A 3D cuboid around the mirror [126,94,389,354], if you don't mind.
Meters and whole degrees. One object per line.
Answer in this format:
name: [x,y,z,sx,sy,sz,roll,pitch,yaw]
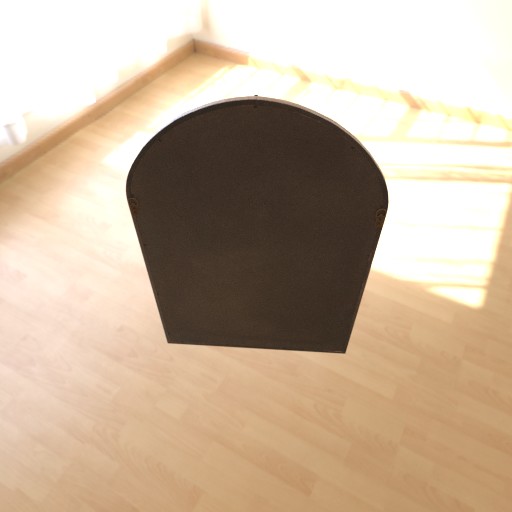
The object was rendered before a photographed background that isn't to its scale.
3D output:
mirror: [0.000,0.000,1.186,0.609,0.915,0.032,3,48,3]
